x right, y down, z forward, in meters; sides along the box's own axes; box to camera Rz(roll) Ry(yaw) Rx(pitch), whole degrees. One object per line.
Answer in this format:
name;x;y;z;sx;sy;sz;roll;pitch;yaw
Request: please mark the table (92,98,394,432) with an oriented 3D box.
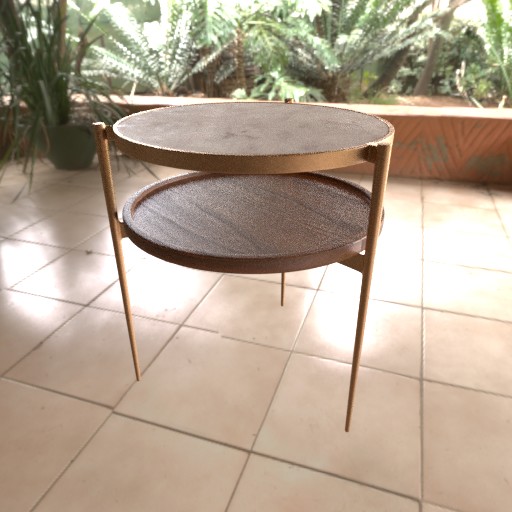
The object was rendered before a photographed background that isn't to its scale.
table;0.000;0.000;0.811;0.430;0.493;0.456;8;28;16
